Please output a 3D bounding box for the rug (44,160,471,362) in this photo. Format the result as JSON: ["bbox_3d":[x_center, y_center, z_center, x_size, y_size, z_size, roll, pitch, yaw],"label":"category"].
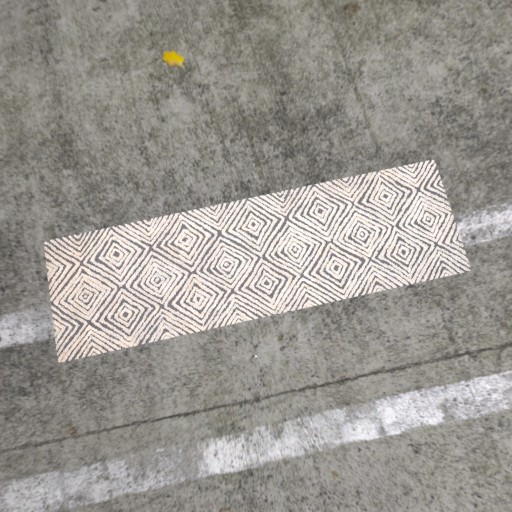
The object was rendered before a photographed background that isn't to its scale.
[{"bbox_3d":[0.000,0.000,2.456,2.277,0.008,0.676,-12,78,-3],"label":"rug"}]
